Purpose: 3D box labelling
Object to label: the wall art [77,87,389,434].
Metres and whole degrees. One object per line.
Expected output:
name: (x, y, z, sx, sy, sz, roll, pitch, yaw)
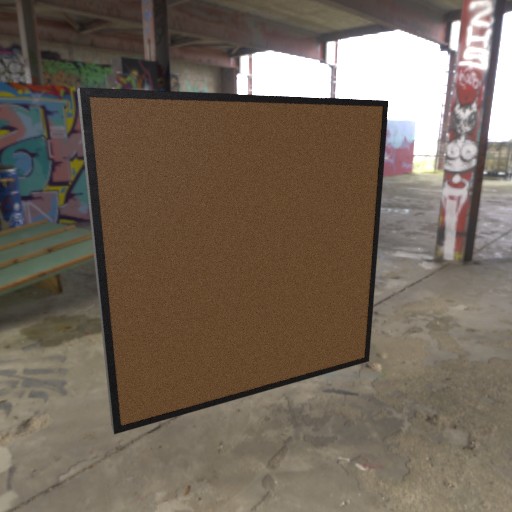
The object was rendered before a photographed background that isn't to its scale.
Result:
wall art: (0.000, 0.000, 1.116, 0.763, 0.763, 0.039, -8, 17, -26)
